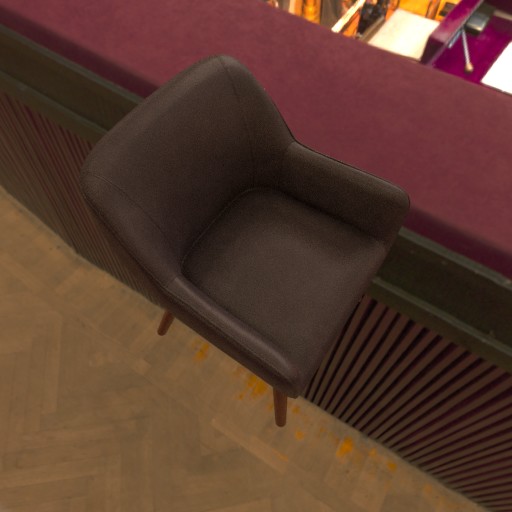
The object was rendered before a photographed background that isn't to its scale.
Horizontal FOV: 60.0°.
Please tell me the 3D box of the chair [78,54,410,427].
[{"bbox_3d":[0.000,0.000,1.256,0.610,0.828,0.610,30,63,17],"label":"chair"}]
